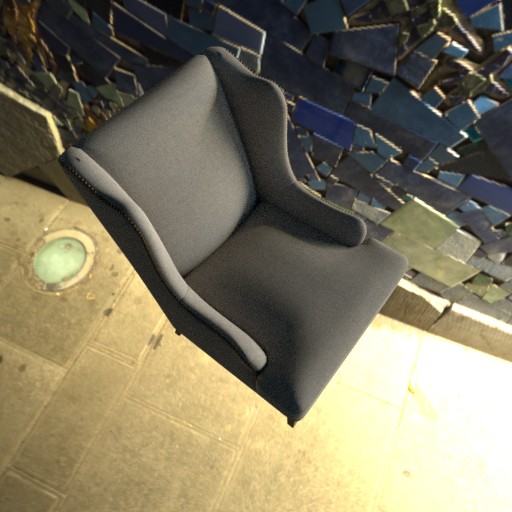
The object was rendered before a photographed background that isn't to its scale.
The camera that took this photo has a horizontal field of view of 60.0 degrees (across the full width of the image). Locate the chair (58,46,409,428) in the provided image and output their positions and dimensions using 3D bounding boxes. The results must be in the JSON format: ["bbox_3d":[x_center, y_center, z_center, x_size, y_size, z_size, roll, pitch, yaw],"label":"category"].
[{"bbox_3d":[0.000,0.000,1.645,0.940,1.029,0.737,34,65,19],"label":"chair"}]
